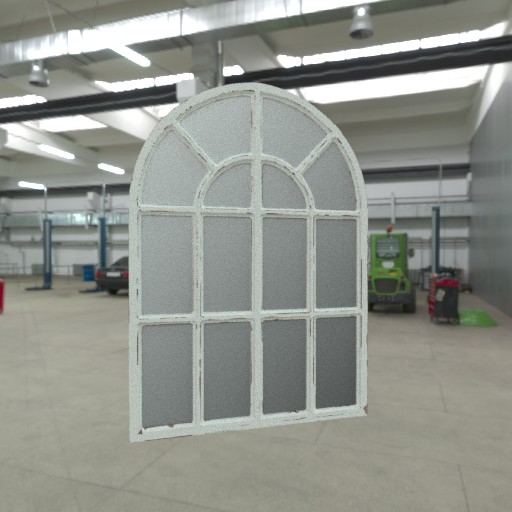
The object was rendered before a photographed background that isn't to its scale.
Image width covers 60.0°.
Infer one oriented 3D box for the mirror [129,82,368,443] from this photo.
[{"bbox_3d":[0.000,0.000,1.196,0.660,0.920,0.032,0,1,-16],"label":"mirror"}]
